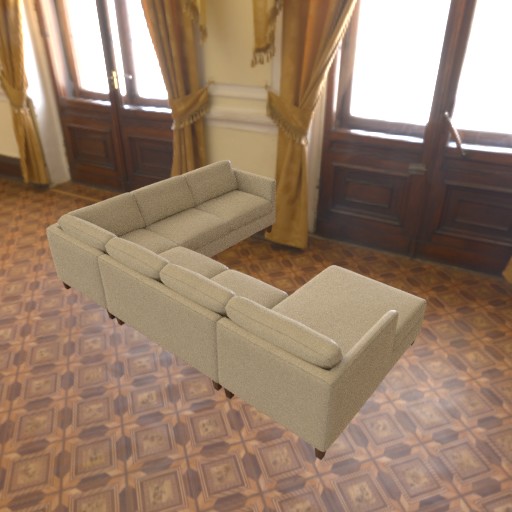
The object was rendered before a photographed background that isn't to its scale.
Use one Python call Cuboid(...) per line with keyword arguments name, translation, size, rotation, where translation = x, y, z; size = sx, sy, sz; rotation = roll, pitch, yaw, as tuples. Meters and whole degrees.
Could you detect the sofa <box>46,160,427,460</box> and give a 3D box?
Cuboid(name="sofa", translation=(0.000, 0.000, 4.341), size=(3.238, 0.853, 2.551), rotation=(22, 36, 34))
